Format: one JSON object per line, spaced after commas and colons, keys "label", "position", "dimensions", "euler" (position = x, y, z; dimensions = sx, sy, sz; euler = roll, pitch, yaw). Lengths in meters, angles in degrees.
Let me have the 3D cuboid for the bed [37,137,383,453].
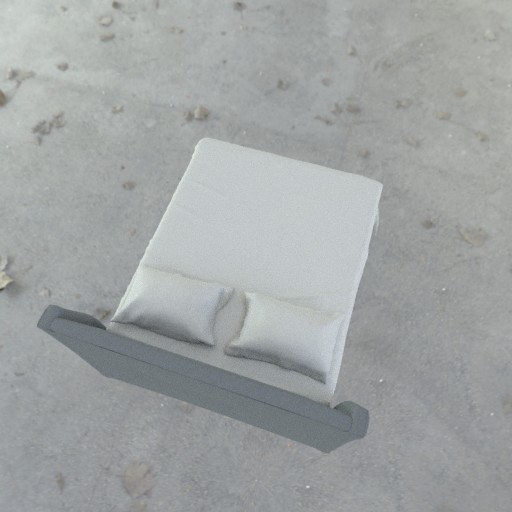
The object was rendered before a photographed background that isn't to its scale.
{"label": "bed", "position": [0.000, 0.000, 3.431], "dimensions": [1.925, 1.332, 2.276], "euler": [16, 64, 8]}
